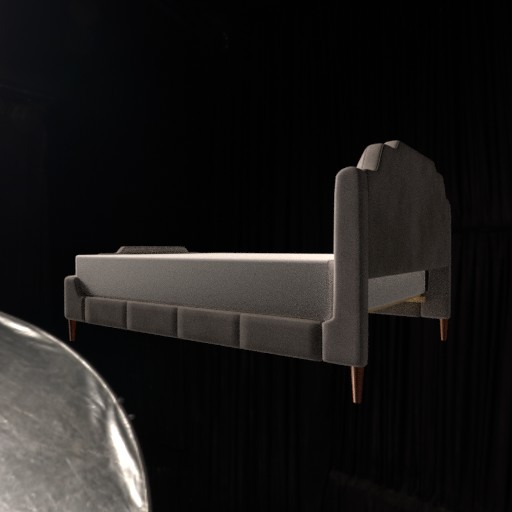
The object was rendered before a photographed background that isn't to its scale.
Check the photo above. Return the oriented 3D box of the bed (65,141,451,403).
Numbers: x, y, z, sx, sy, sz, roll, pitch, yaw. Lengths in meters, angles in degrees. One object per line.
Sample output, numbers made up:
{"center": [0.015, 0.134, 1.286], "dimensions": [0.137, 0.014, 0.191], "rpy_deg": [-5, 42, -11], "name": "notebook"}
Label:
{"center": [0.000, 0.000, 3.262], "dimensions": [2.340, 1.245, 1.676], "rpy_deg": [1, 1, 36], "name": "bed"}
